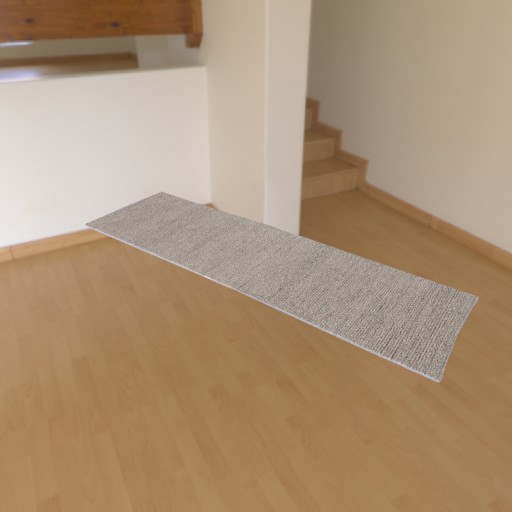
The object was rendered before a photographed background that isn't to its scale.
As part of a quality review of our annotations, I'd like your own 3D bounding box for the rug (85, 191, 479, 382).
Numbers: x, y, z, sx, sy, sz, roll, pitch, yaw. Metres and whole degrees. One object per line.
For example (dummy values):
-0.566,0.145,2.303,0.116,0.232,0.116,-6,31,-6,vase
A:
0.000,0.000,2.585,2.320,0.032,0.692,21,37,31,rug
